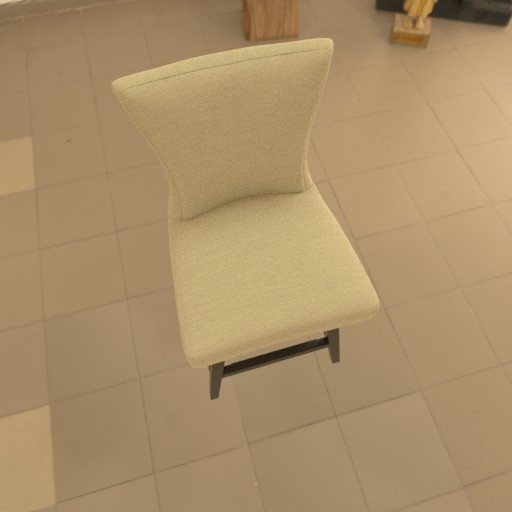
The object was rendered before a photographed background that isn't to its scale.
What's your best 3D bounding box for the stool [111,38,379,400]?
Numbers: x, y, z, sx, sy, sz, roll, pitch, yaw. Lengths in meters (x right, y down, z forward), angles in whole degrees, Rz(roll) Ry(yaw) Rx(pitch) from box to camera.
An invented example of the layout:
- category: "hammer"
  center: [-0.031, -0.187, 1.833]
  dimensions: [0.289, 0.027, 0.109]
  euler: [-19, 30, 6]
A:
- category: "stool"
  center: [0.000, 0.000, 1.305]
  dimensions: [0.514, 1.000, 0.574]
  euler: [-15, 64, -7]
